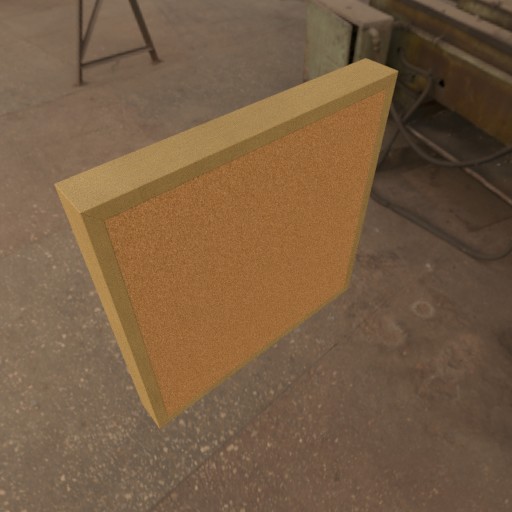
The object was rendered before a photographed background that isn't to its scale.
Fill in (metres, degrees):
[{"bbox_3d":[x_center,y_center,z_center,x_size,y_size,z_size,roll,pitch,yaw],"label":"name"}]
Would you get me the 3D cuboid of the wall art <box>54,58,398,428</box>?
[{"bbox_3d":[0.000,0.000,0.449,0.305,0.305,0.038,-31,53,-27],"label":"wall art"}]
